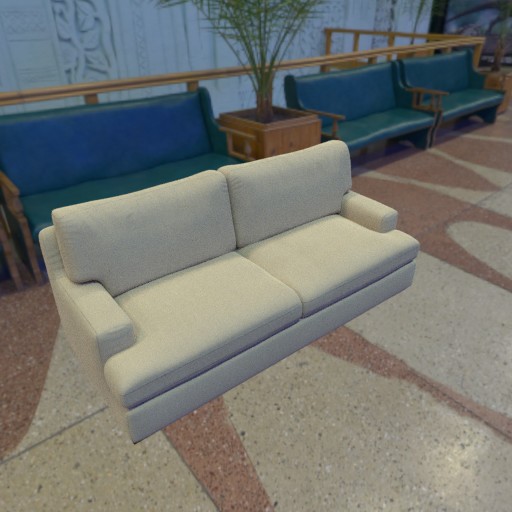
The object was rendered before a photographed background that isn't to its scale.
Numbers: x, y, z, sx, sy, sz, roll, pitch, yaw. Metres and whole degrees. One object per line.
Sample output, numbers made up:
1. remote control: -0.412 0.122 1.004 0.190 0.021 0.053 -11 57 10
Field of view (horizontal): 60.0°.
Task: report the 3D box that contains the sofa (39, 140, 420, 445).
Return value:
1. sofa: 0.000 0.000 2.657 2.147 0.925 0.929 -22 37 -32
